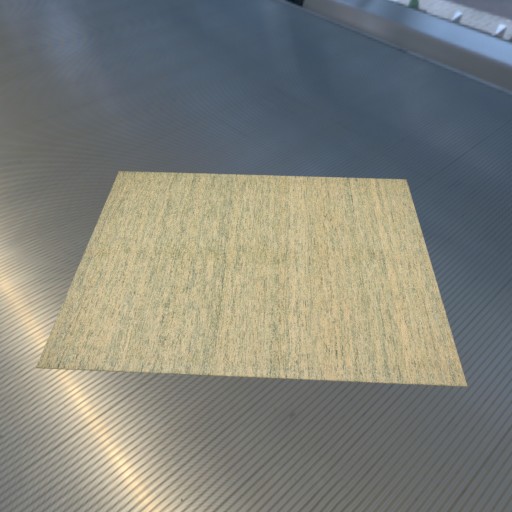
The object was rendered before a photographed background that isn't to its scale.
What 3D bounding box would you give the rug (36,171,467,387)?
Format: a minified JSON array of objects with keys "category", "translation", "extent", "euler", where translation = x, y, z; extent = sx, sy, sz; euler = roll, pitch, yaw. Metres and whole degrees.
[{"category":"rug","translation":[0.000,0.000,4.104],"extent":[3.201,0.014,2.437],"euler":[2,47,2]}]
